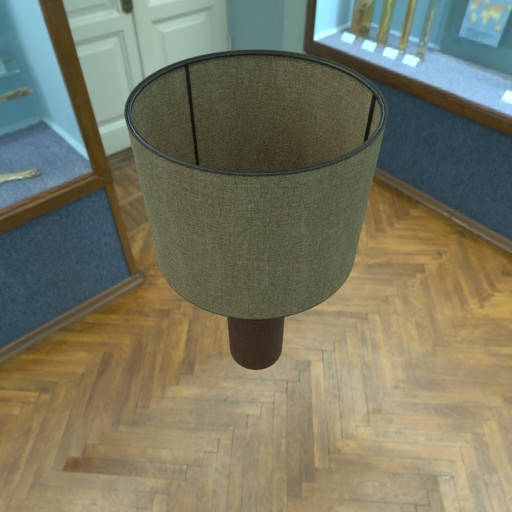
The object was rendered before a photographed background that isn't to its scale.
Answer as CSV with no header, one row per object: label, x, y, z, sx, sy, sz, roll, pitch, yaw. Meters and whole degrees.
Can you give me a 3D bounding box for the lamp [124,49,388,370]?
lamp,0.000,0.000,0.471,0.202,0.350,0.202,0,45,0
